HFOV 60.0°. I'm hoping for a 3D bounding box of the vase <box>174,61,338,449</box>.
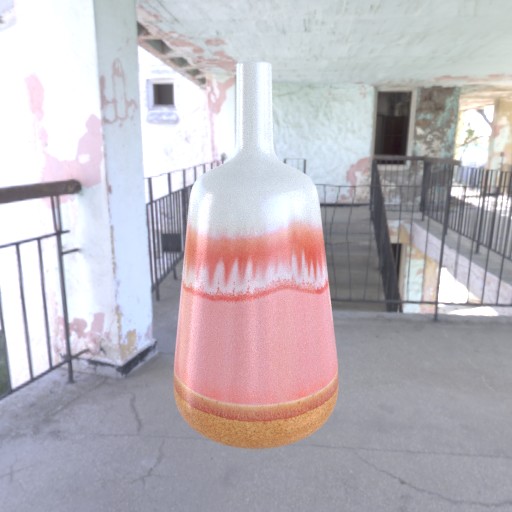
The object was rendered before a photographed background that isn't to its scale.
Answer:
[{"bbox_3d":[0.000,0.000,0.367,0.144,0.296,0.144,0,14,0],"label":"vase"}]
